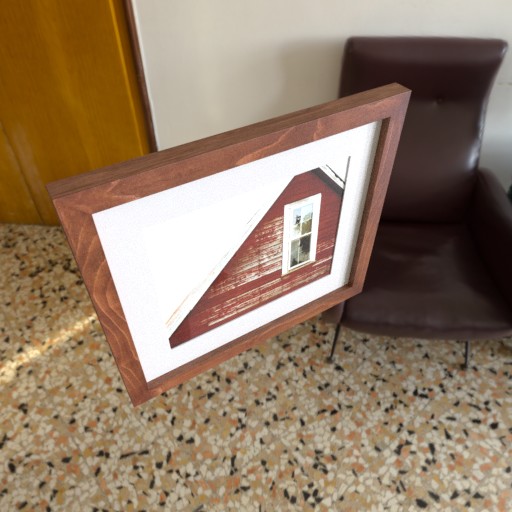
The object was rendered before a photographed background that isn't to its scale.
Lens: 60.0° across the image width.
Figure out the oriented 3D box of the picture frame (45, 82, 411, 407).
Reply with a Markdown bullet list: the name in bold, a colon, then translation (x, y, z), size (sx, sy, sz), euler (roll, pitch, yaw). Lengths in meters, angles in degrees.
- **picture frame**: translation (0.000, 0.000, 0.533), size (0.381, 0.330, 0.025), euler (-23, 48, -22)
